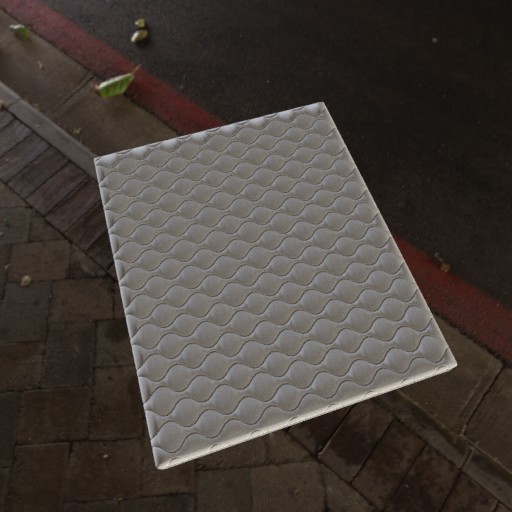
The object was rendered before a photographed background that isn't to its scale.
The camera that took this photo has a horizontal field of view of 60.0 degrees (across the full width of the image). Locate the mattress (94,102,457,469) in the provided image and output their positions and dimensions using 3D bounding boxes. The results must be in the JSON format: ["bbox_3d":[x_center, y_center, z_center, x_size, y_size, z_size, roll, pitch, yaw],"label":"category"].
[{"bbox_3d":[0.000,0.000,2.634,1.600,0.200,1.900,-16,66,-8],"label":"mattress"}]
